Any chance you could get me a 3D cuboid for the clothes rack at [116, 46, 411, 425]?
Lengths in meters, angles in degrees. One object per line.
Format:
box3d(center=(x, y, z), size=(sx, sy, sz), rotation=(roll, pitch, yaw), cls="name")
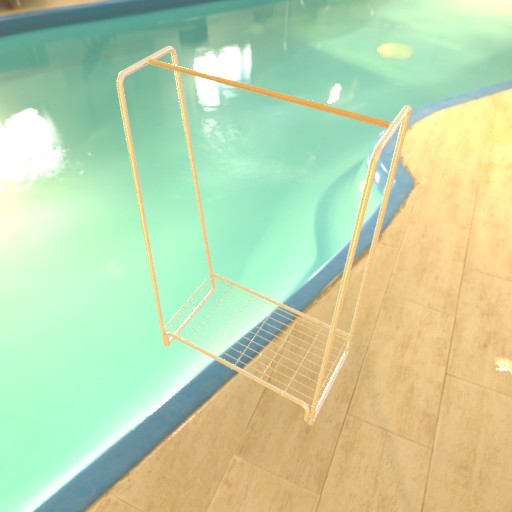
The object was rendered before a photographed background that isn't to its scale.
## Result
box3d(center=(0.000, 0.000, 1.911), size=(0.900, 1.500, 0.495), rotation=(23, 50, 20), cls="clothes rack")
